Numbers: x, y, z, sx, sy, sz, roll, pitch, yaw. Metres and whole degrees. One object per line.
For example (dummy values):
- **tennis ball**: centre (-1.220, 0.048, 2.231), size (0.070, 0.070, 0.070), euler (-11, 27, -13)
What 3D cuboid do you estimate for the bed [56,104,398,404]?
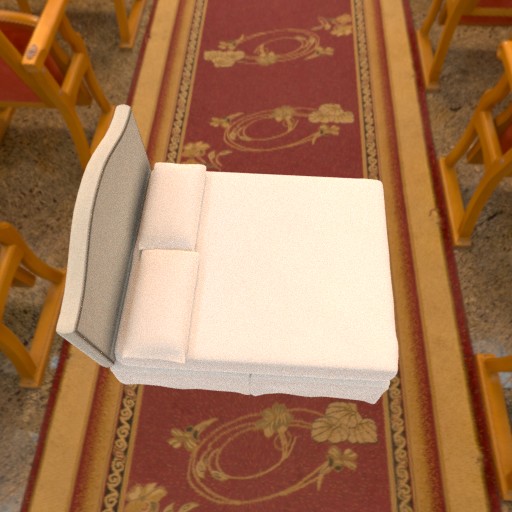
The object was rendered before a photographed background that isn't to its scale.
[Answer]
- **bed**: centre (0.000, 0.000, 3.363), size (2.180, 1.607, 1.813), euler (3, 63, 2)
